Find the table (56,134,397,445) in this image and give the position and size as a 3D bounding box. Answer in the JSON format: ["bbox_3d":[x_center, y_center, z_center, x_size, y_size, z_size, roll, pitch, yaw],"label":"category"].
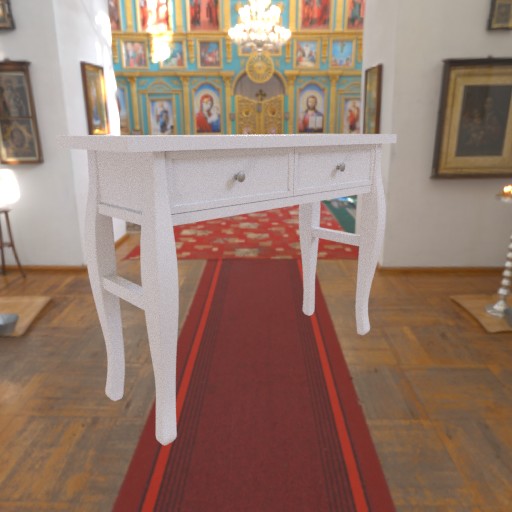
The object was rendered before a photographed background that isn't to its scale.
[{"bbox_3d":[0.000,0.000,1.455,1.062,0.768,0.373,-15,21,-42],"label":"table"}]
